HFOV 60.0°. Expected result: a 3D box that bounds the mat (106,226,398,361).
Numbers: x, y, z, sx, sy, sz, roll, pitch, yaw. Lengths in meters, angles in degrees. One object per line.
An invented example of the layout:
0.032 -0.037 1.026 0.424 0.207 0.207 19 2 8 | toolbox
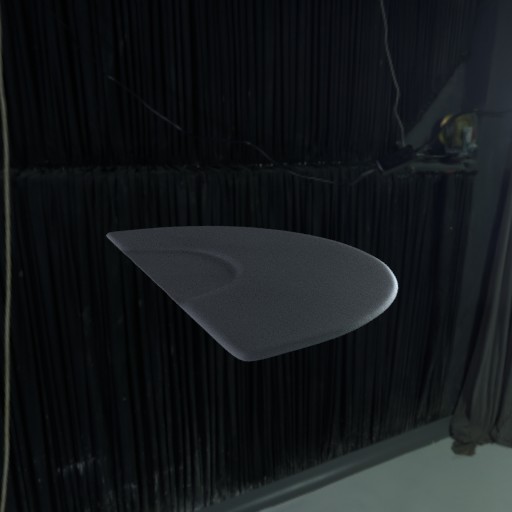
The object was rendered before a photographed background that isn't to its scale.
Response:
0.000 0.000 1.815 0.917 0.016 1.525 -8 17 -28 | mat
